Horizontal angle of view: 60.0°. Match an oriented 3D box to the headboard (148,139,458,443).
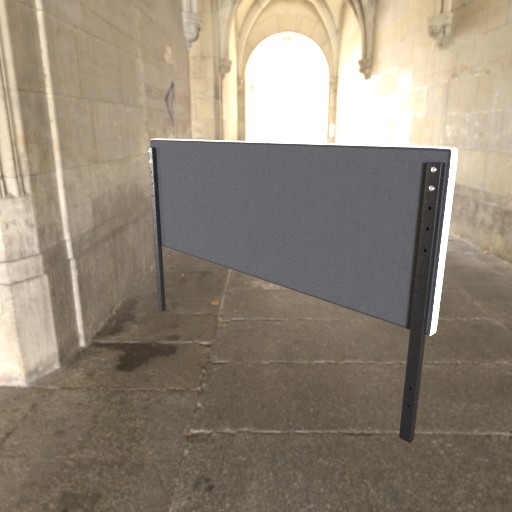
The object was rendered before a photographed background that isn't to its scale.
[{"bbox_3d":[0.000,0.000,2.819,0.120,1.410,2.362,-15,21,-41],"label":"headboard"}]
